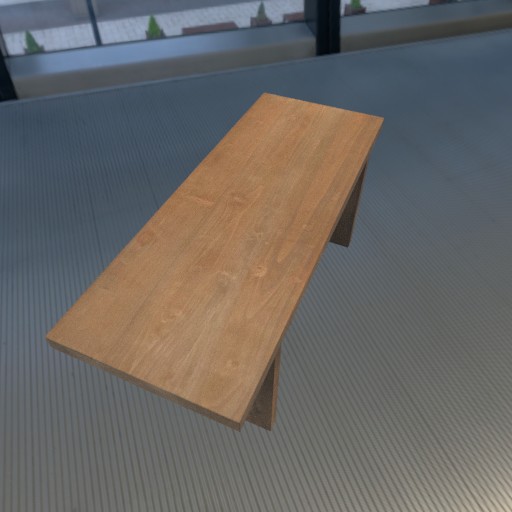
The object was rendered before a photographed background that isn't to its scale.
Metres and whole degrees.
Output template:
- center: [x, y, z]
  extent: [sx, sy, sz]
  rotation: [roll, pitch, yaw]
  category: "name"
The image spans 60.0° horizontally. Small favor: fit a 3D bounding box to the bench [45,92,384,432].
- center: [0.000, 0.000, 1.414]
  extent: [0.458, 0.458, 1.183]
  rotation: [18, 50, 16]
  category: "bench"
